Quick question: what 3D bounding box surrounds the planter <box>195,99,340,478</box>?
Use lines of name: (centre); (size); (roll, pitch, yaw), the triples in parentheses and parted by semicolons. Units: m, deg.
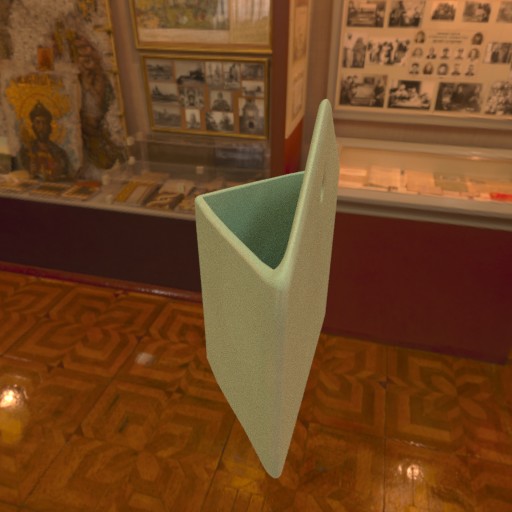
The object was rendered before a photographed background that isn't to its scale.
planter: (0.000, 0.000, 0.283); (0.079, 0.197, 0.164); (9, 32, 14)
